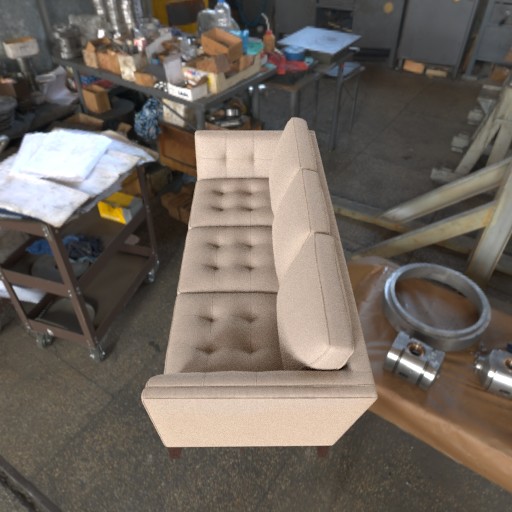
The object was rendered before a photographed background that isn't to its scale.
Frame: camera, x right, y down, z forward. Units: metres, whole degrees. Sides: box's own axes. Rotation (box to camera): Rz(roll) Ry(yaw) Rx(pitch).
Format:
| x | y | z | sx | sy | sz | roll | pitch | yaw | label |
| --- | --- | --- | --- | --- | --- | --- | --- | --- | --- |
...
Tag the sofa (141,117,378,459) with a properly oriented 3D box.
| x | y | z | sx | sy | sz | roll | pitch | yaw | label |
| --- | --- | --- | --- | --- | --- | --- | --- | --- | --- |
| 0.000 | 0.000 | 2.862 | 0.965 | 0.940 | 2.388 | 0 | 42 | 0 | sofa |
